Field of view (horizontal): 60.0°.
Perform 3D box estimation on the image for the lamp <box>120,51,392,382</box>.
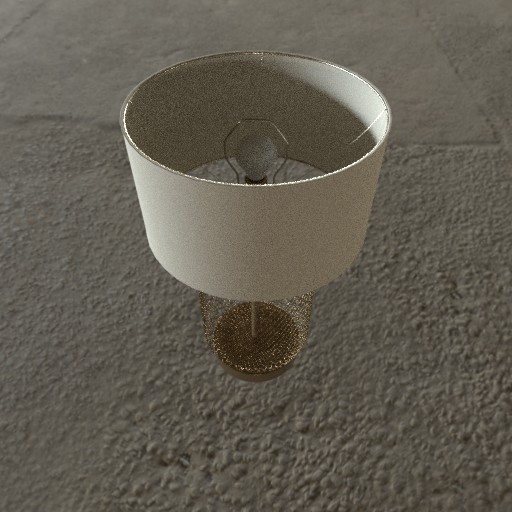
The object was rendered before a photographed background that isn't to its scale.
[{"bbox_3d":[0.000,0.000,0.794,0.353,0.578,0.353,0,47,0],"label":"lamp"}]
